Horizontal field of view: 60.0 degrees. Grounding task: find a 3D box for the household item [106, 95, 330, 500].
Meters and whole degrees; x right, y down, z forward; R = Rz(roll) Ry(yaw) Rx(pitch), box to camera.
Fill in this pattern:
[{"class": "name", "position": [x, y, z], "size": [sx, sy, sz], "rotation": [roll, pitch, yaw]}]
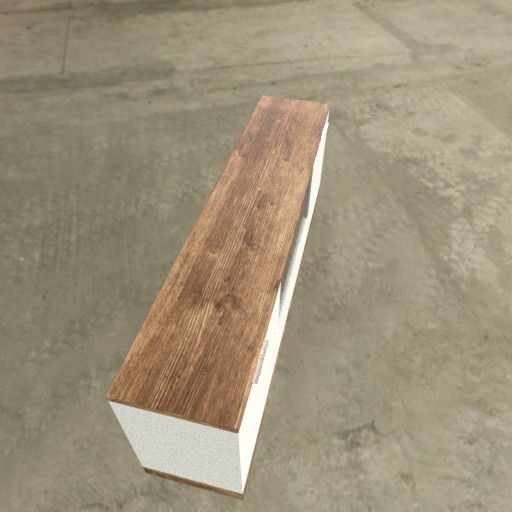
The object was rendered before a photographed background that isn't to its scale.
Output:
[{"class": "household item", "position": [0.000, 0.000, 1.998], "size": [0.390, 0.615, 1.800], "rotation": [10, 47, 10]}]
